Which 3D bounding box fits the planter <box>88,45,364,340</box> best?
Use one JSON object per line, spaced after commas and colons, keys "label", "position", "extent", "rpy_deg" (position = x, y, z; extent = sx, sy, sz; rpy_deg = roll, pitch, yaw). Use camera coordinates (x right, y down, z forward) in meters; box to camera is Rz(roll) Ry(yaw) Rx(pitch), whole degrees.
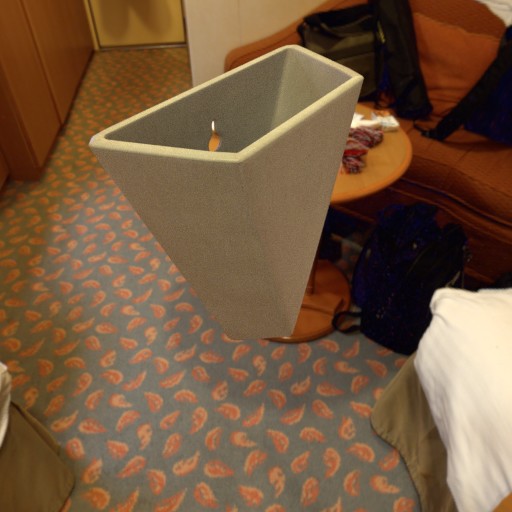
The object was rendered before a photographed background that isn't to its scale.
{"label": "planter", "position": [0.000, 0.000, 0.269], "extent": [0.060, 0.197, 0.150], "rpy_deg": [26, 48, 26]}
